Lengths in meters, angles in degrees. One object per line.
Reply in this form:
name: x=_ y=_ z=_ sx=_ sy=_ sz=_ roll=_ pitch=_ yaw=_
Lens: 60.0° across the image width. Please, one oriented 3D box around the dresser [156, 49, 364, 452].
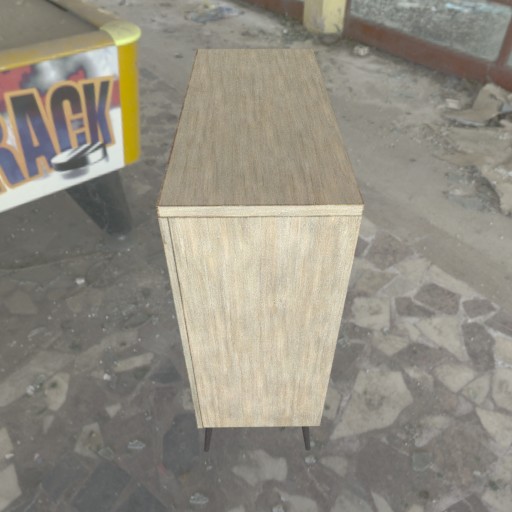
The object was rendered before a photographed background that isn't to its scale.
dresser: x=0.000 y=0.000 z=1.732 sx=0.457 sy=1.219 sz=1.016 roll=-1 pitch=42 yaw=-1
